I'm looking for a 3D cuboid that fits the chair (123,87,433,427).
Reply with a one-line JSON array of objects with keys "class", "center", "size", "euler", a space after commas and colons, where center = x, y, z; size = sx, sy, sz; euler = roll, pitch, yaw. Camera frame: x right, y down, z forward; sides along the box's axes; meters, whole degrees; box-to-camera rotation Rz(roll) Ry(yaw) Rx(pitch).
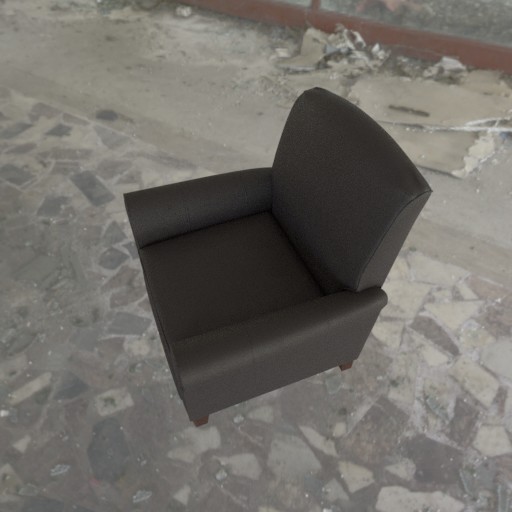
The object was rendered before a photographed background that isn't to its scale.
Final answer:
[{"class": "chair", "center": [0.000, 0.000, 1.804], "size": [0.902, 1.061, 0.978], "euler": [-16, 48, -15]}]
